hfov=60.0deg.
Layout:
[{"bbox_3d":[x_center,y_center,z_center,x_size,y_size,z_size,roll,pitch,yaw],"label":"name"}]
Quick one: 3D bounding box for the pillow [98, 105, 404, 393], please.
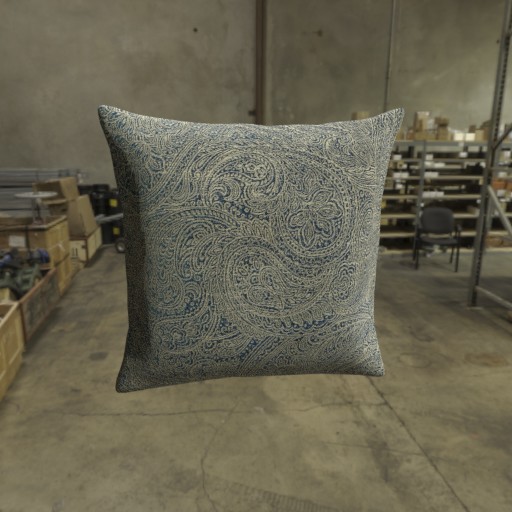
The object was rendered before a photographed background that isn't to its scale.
[{"bbox_3d":[0.000,0.000,0.796,0.523,0.510,0.166,-2,14,-8],"label":"pillow"}]
